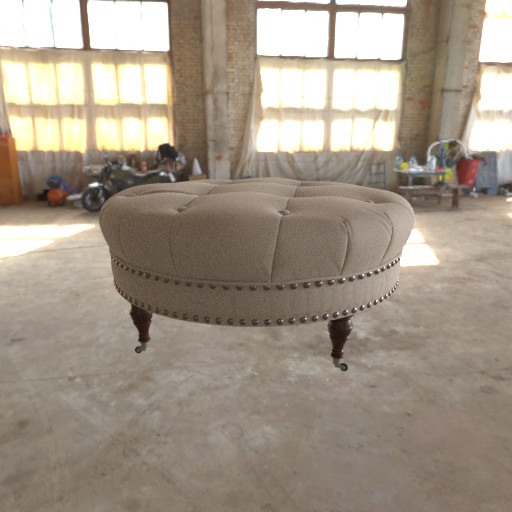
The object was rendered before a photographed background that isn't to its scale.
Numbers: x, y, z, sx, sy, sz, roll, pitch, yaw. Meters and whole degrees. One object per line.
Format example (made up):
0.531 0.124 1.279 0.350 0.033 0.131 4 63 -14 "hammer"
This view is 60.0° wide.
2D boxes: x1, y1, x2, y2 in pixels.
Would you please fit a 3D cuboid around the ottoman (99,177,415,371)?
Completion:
0.000 0.000 1.368 0.901 0.439 0.901 0 16 0 "ottoman"
